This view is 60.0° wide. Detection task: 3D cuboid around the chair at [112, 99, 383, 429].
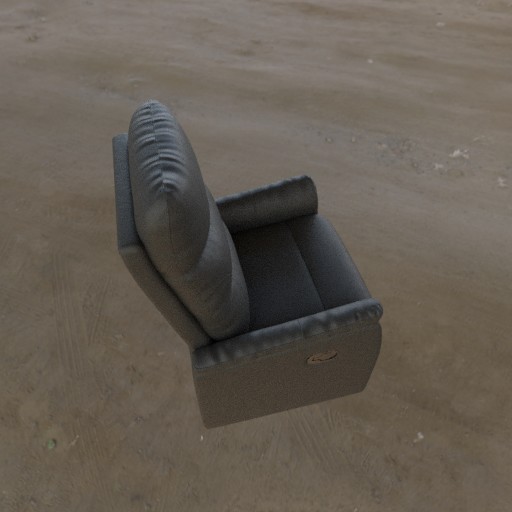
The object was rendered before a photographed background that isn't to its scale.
[{"bbox_3d":[0.000,0.000,1.620,0.831,1.082,0.775,-10,48,-10],"label":"chair"}]
